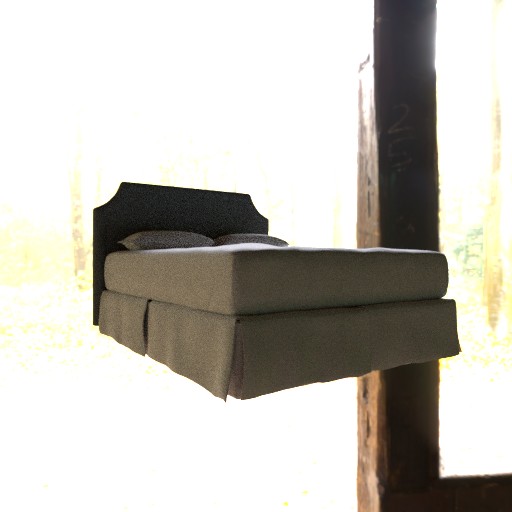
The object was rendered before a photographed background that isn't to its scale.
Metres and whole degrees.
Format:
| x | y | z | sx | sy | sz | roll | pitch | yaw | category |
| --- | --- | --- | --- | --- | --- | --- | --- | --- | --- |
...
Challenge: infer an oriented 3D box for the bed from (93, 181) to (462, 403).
| x | y | z | sx | sy | sz | roll | pitch | yaw | category |
| --- | --- | --- | --- | --- | --- | --- | --- | --- | --- |
| 0.000 | 0.000 | 3.304 | 1.811 | 1.296 | 2.259 | 0 | 0 | -35 | bed |
